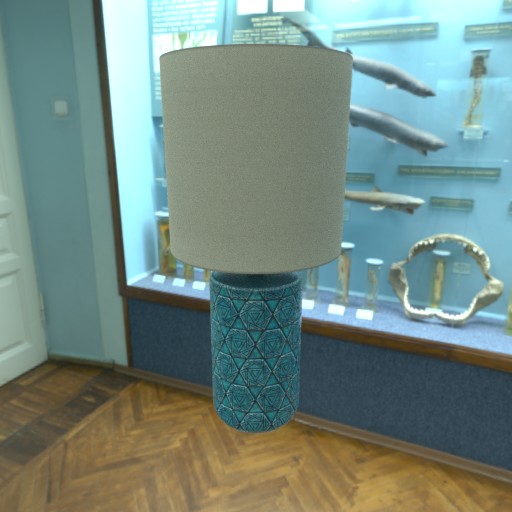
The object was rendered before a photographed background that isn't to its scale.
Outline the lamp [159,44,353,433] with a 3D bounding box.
[{"bbox_3d":[0.000,0.000,0.734,0.278,0.597,0.278,8,18,25],"label":"lamp"}]
